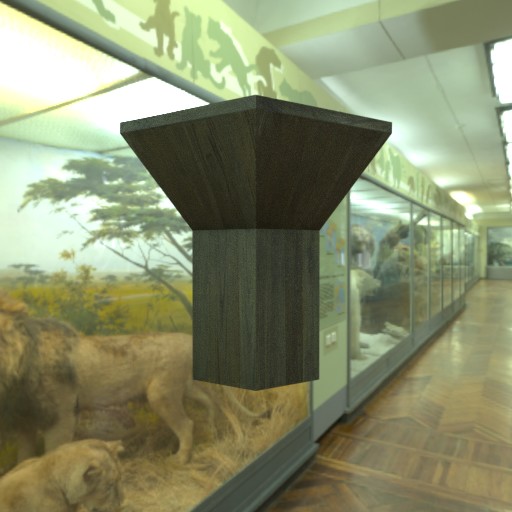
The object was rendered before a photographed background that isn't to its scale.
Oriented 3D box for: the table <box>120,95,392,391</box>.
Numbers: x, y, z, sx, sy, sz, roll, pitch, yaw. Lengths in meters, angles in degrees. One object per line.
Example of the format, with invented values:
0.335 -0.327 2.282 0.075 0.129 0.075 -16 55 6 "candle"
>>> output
0.000 0.000 1.138 0.592 0.586 0.683 0 1 0 "table"
